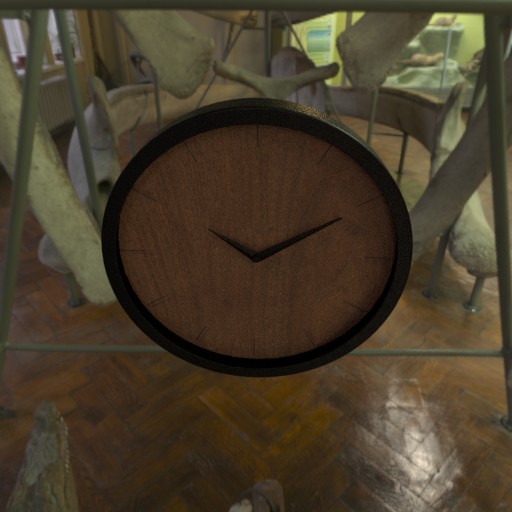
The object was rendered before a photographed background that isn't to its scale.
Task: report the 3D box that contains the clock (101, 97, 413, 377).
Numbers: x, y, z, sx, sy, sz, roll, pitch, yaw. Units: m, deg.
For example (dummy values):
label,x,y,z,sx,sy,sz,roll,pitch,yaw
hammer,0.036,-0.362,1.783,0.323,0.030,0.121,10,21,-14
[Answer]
label,x,y,z,sx,sy,sz,roll,pitch,yaw
clock,0.000,0.000,0.468,0.314,0.314,0.040,1,30,2
